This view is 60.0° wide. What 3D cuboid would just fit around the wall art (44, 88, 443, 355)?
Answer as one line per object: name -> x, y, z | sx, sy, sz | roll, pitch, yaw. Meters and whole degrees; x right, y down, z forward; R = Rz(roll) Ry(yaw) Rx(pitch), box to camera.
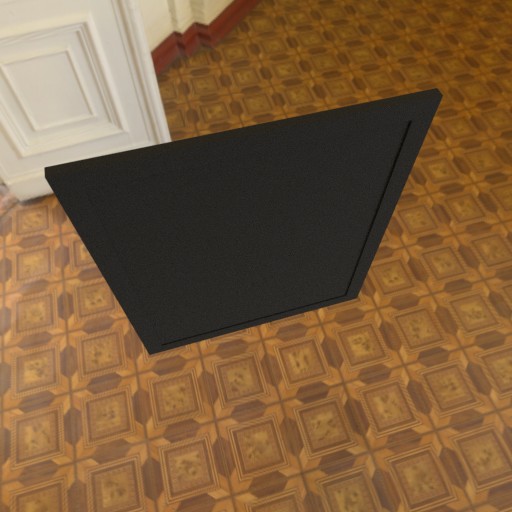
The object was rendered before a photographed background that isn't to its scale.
wall art -> 0.000, 0.000, 0.489 | 0.311, 0.361, 0.010 | -14, 59, -9
